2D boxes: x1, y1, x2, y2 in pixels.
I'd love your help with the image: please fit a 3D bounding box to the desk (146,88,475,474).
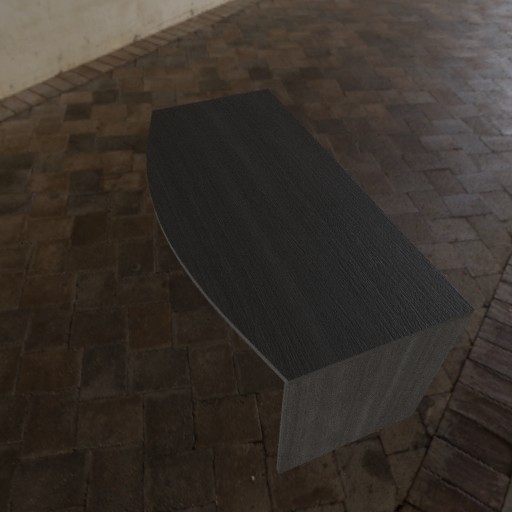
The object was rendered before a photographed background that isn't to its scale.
[{"bbox_3d":[0.000,0.000,2.042,0.802,0.750,1.600,-16,48,-15],"label":"desk"}]
